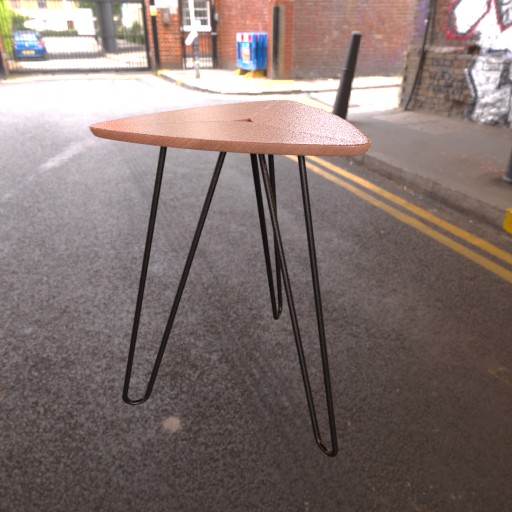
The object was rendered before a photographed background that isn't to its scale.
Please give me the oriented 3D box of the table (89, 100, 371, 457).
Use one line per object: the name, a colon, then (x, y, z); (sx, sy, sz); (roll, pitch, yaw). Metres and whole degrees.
table: (0.000, 0.000, 0.913); (0.442, 0.564, 0.455); (8, 28, 16)
